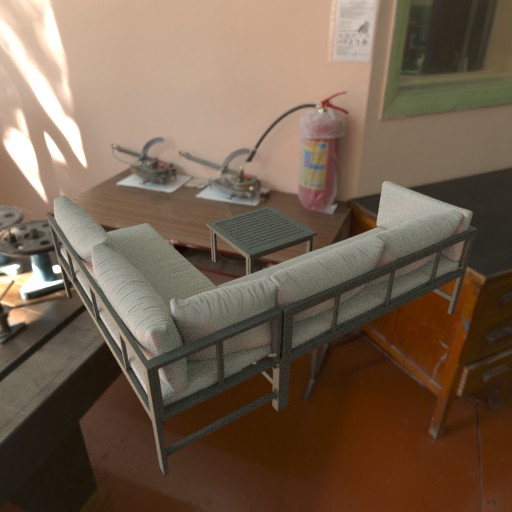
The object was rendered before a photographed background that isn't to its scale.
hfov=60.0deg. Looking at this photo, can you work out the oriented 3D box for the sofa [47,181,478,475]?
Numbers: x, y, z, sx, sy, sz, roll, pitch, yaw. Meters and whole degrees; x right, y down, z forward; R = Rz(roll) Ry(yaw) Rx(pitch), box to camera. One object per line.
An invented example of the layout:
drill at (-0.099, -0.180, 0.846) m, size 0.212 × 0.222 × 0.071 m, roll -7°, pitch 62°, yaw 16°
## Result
sofa at (0.000, 0.000, 2.858) m, size 2.096 × 0.758 × 1.658 m, roll -19°, pitch 35°, yaw -29°
